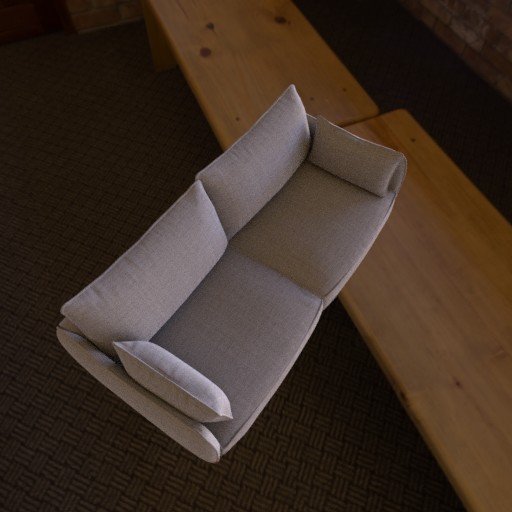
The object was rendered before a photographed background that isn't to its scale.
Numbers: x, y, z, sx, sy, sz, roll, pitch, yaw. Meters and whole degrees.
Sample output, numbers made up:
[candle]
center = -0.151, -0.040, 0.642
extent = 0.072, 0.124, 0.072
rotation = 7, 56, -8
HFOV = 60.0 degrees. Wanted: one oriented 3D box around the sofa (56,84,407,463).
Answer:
[sofa]
center = 0.000, 0.000, 2.471
extent = 0.972, 0.851, 1.989
rotation = 30, 63, 17
